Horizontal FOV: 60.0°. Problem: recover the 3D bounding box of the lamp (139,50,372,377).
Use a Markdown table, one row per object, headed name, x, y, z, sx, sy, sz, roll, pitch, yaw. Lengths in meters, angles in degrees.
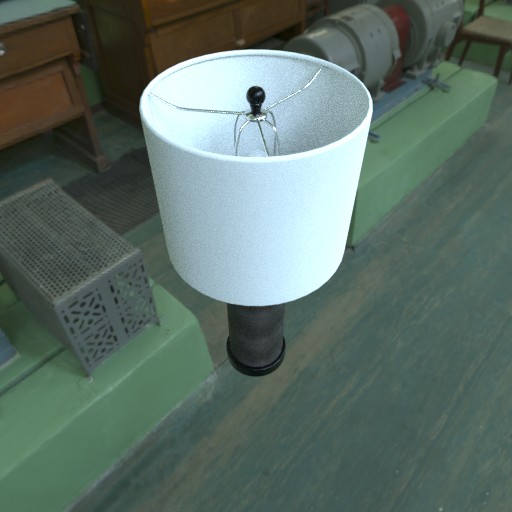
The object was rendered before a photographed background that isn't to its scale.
| name | x | y | z | sx | sy | sz | roll | pitch | yaw |
| --- | --- | --- | --- | --- | --- | --- | --- | --- | --- |
| lamp | 0.000 | 0.000 | 0.806 | 0.305 | 0.634 | 0.305 | 32 | 54 | 27 |
